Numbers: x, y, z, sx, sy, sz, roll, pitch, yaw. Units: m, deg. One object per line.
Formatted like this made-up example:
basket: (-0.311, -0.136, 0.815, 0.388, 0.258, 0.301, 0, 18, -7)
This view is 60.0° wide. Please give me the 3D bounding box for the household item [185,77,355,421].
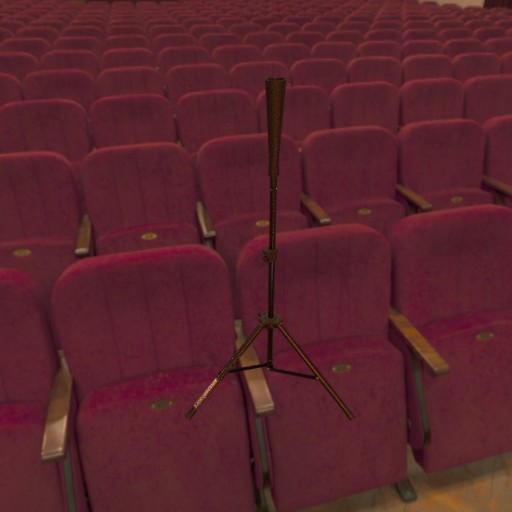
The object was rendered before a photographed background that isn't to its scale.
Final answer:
household item: (0.000, 0.000, 1.412, 0.559, 1.067, 0.559, -7, 31, -12)
